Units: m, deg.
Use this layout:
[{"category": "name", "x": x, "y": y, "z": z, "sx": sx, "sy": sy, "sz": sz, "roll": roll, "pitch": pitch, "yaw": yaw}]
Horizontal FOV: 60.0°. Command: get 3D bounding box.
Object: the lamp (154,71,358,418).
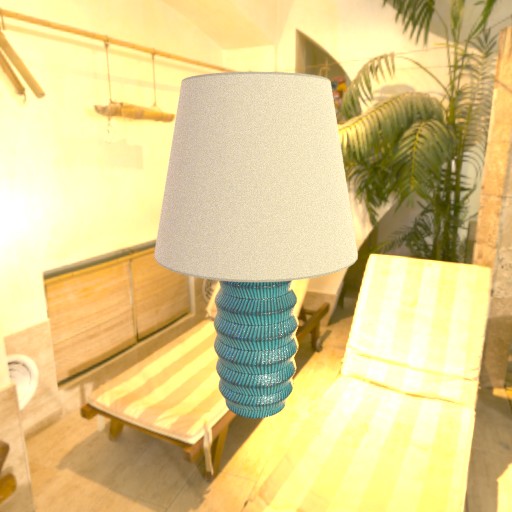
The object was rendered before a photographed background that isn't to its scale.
[{"category": "lamp", "x": 0.000, "y": 0.000, "z": 0.793, "sx": 0.355, "sy": 0.582, "sz": 0.355, "roll": 0, "pitch": 15, "yaw": 0}]
